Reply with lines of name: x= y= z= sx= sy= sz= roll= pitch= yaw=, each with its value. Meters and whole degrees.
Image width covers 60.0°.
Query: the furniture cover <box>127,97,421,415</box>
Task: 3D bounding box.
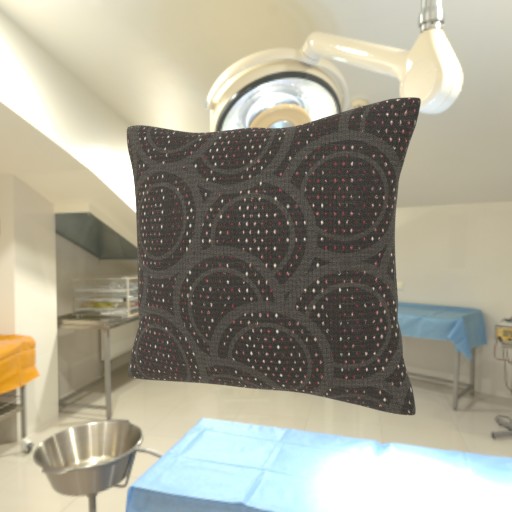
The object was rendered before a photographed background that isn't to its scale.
furniture cover: x=0.000 y=0.000 z=0.801 sx=0.552 sy=0.509 sz=0.193 roll=1 pitch=2 yaw=20
